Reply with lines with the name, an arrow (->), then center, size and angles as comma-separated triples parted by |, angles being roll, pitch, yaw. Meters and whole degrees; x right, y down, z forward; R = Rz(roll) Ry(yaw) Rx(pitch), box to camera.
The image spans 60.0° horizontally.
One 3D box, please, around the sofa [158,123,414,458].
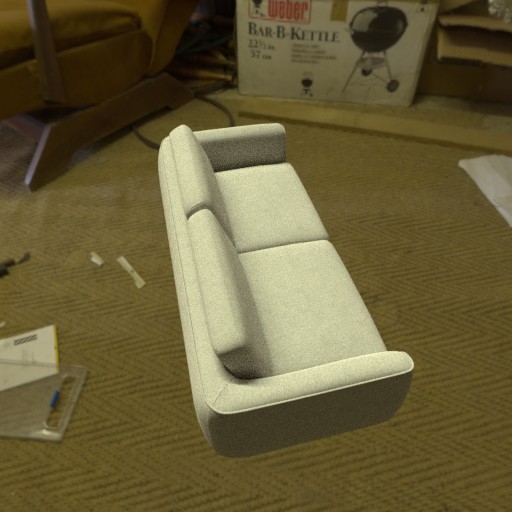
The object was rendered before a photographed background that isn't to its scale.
sofa -> 0.000, 0.000, 2.472 | 0.920, 0.850, 2.000 | -10, 47, -9
